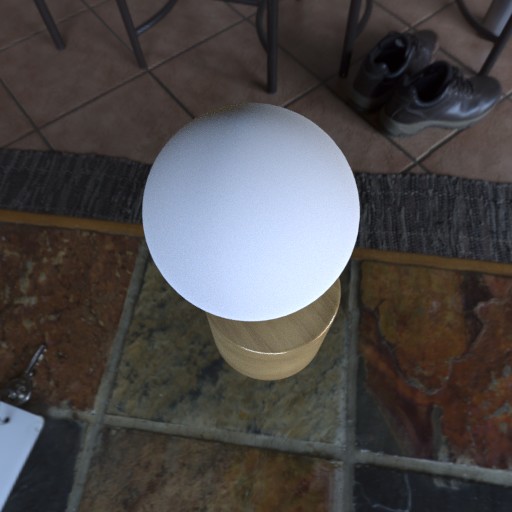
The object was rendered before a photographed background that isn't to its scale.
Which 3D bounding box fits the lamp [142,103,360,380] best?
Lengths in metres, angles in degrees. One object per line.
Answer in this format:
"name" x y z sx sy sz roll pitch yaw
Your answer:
"lamp" 0.000 0.000 0.344 0.141 0.250 0.152 -33 68 -15
